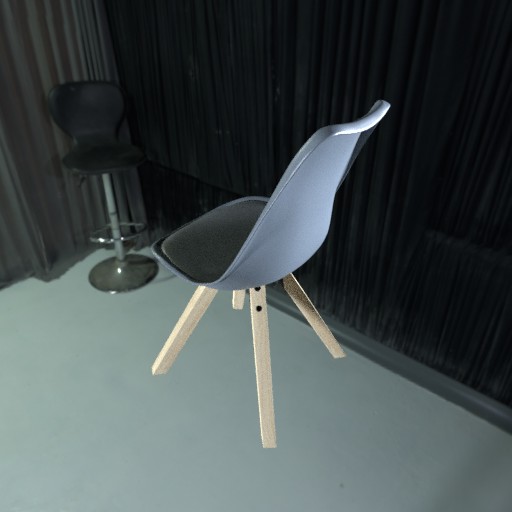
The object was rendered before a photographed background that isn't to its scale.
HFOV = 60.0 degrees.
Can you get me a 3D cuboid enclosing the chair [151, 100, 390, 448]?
[{"bbox_3d":[0.000,0.000,1.210,0.550,0.850,0.485,22,38,30],"label":"chair"}]
